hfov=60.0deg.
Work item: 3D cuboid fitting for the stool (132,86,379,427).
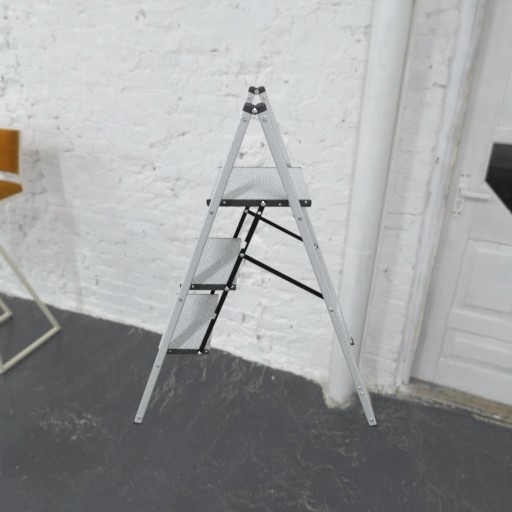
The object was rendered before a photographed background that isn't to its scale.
[{"bbox_3d":[0.000,0.000,1.307,0.730,0.902,0.441,0,26,1],"label":"stool"}]
